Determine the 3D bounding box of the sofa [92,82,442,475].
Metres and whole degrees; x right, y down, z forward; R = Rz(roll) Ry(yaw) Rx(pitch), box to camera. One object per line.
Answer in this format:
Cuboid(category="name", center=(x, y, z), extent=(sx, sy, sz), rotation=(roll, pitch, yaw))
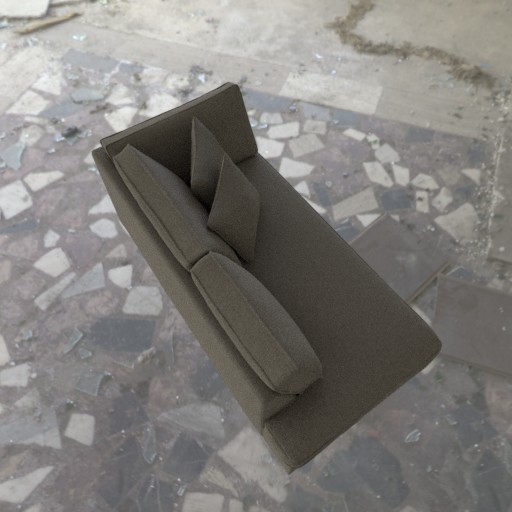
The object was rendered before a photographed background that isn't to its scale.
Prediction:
Cuboid(category="sofa", center=(0.000, 0.000, 2.800), extent=(1.110, 1.033, 2.237), rotation=(-30, 62, -18))
